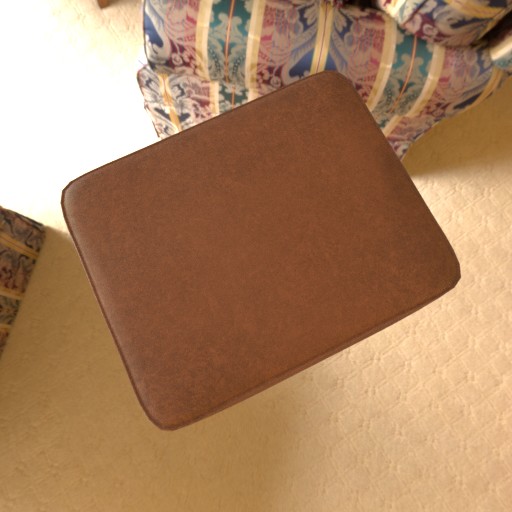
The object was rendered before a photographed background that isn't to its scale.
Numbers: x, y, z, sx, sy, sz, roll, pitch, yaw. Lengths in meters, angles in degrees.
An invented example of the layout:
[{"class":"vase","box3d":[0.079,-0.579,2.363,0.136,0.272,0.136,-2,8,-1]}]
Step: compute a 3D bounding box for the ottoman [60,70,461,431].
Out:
[{"class":"ottoman","box3d":[0.000,0.000,1.129,0.738,0.537,0.589,-25,78,-6]}]
